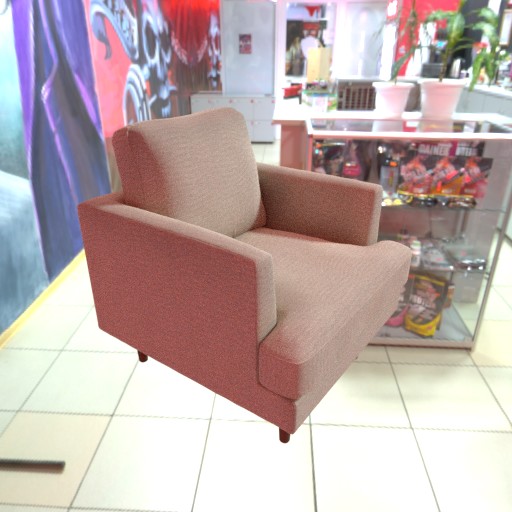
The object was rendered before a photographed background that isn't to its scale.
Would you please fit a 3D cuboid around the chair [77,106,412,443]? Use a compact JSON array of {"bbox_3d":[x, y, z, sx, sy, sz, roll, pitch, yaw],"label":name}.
[{"bbox_3d":[0.000,0.000,1.619,0.899,0.957,0.858,17,31,32],"label":"chair"}]
